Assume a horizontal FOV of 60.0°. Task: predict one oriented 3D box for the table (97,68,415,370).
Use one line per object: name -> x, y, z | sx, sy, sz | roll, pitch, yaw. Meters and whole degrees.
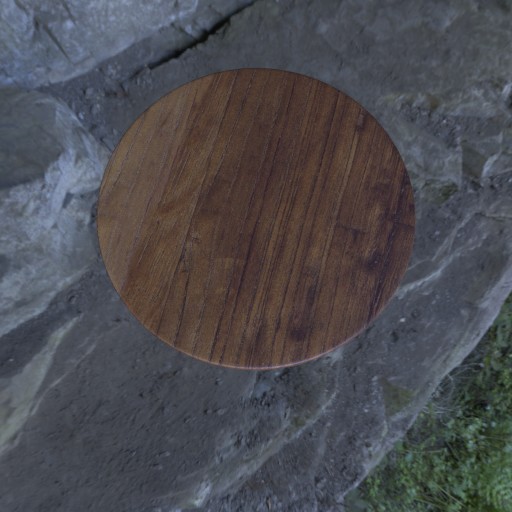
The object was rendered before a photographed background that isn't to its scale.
table -> 0.000, 0.000, 0.805 | 0.400, 0.520, 0.400 | 0, 76, 0
